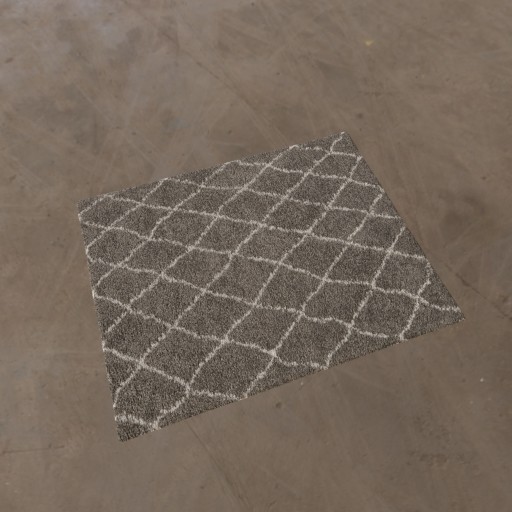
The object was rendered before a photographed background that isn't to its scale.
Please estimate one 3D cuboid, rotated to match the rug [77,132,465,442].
[{"bbox_3d":[0.000,0.000,4.205,3.047,0.029,2.438,-17,60,-10],"label":"rug"}]
